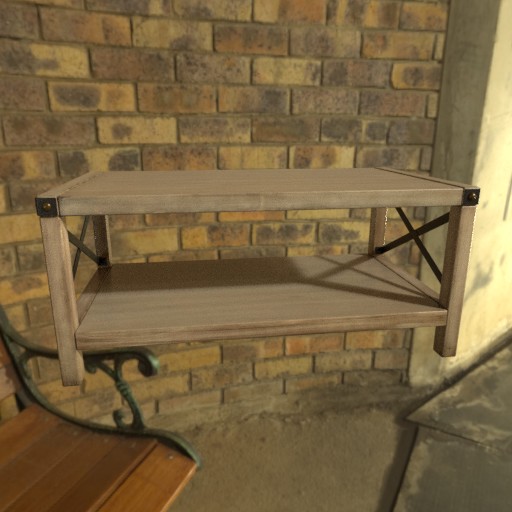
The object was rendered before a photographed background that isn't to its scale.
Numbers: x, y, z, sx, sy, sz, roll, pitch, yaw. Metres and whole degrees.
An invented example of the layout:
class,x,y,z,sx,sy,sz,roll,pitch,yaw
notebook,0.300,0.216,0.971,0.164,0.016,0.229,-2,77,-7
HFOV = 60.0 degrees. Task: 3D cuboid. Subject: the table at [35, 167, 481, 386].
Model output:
class,x,y,z,sx,sy,sz,roll,pitch,yaw
table,0.000,0.000,1.304,1.016,0.456,0.559,-2,16,-8
